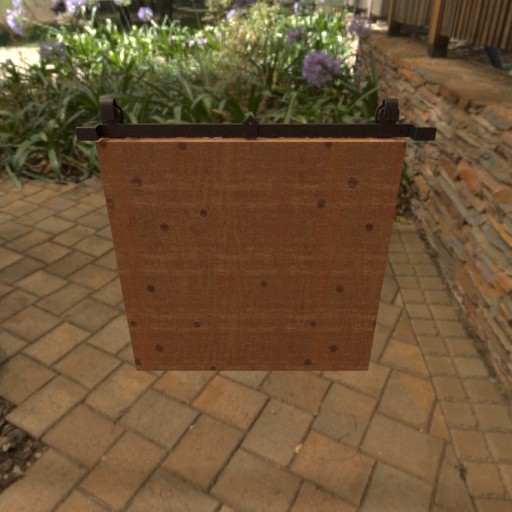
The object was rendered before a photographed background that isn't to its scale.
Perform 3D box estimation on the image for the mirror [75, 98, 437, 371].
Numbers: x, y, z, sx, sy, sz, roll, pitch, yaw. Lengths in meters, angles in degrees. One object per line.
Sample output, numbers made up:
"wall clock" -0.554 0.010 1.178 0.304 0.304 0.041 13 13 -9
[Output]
"mirror" 0.000 0.000 1.177 0.805 0.800 0.054 0 30 0
